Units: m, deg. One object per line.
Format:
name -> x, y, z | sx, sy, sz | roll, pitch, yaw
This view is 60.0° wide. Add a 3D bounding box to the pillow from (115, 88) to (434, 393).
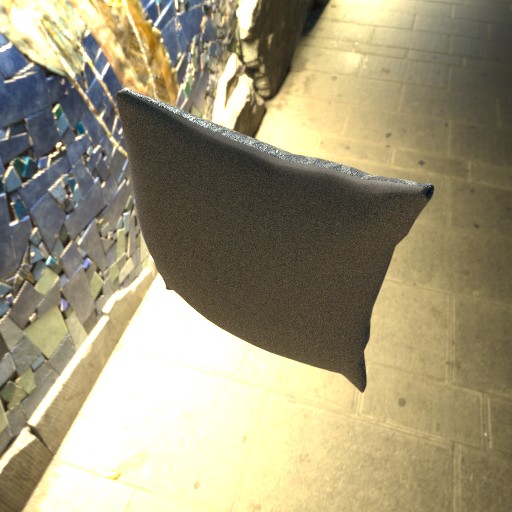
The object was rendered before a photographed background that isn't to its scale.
pillow -> 0.000, 0.000, 0.794 | 0.508, 0.498, 0.215 | 23, 51, 21
